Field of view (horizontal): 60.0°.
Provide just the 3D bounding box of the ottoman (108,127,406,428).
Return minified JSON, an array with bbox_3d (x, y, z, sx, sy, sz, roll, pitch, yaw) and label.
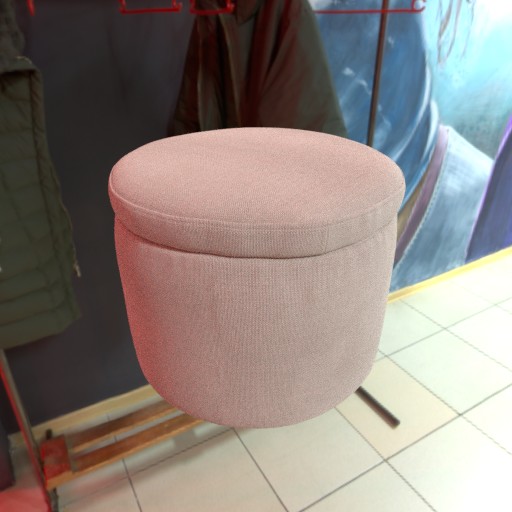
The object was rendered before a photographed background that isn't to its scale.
[{"bbox_3d":[0.000,0.000,0.841,0.497,0.409,0.497,0,28,0],"label":"ottoman"}]
